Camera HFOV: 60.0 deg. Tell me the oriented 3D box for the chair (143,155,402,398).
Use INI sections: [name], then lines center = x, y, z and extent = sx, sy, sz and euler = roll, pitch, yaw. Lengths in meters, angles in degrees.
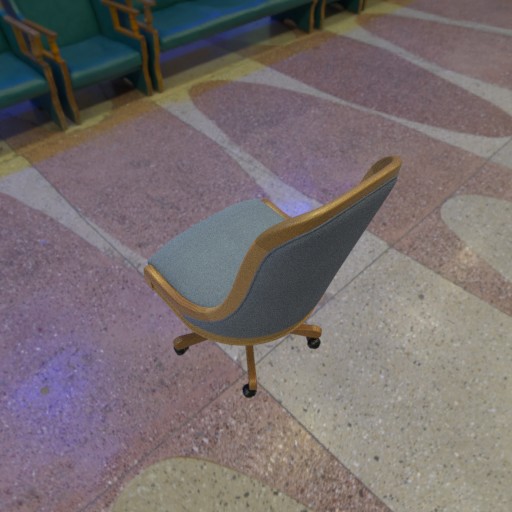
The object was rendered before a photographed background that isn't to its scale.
[chair]
center = 0.000, 0.000, 1.501
extent = 0.605, 1.031, 0.735
euler = -33, 55, -27
